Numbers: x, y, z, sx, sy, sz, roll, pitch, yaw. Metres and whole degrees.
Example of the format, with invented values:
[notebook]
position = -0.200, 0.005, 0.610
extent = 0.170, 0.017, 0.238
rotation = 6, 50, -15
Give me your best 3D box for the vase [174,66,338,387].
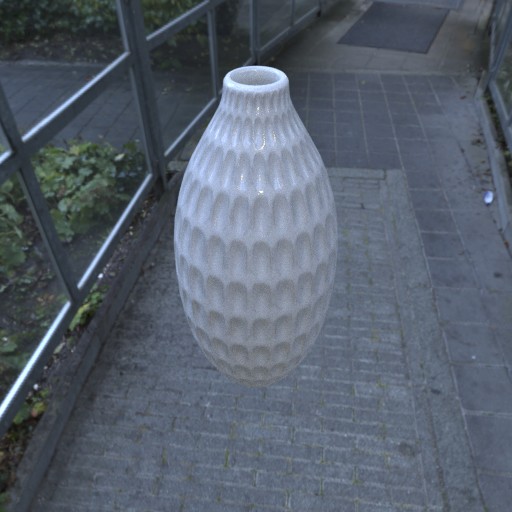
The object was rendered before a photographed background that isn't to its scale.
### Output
[vase]
position = 0.000, 0.000, 0.354
extent = 0.127, 0.282, 0.127
rotation = 0, 41, 0
